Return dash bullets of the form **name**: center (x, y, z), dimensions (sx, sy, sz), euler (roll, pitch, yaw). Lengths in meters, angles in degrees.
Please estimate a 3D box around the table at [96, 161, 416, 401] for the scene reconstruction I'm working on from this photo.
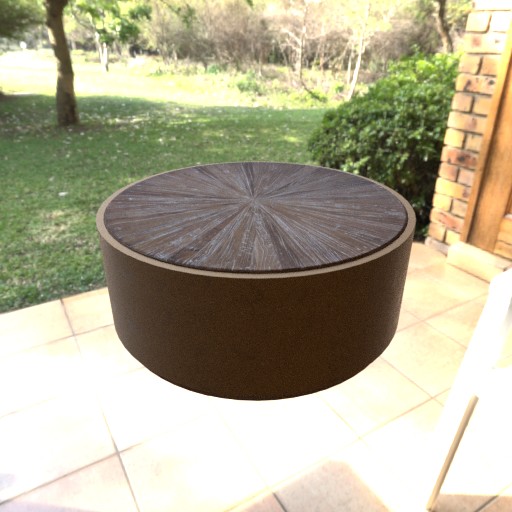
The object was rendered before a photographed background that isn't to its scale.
- **table**: center (0.000, 0.000, 1.545), dimensions (1.001, 0.409, 1.001), euler (0, 27, 0)
